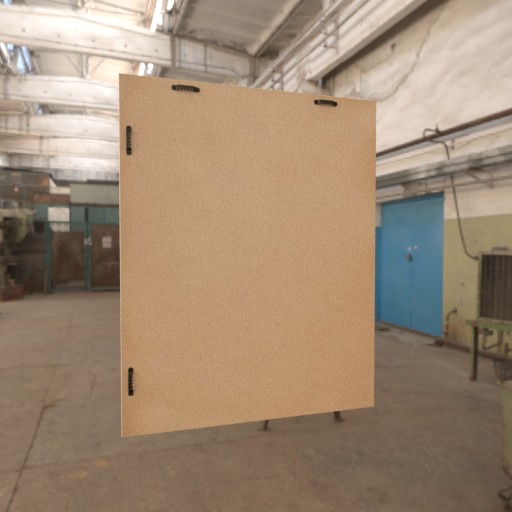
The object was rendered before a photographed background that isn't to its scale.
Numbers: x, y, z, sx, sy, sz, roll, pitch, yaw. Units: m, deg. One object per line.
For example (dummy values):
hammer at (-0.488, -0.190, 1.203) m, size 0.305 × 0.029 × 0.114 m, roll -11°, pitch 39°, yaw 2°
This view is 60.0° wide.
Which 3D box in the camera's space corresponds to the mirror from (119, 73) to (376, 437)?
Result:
mirror at (0.000, 0.000, 0.692) m, size 0.406 × 0.509 × 0.041 m, roll 0°, pitch 2°, yaw -17°
